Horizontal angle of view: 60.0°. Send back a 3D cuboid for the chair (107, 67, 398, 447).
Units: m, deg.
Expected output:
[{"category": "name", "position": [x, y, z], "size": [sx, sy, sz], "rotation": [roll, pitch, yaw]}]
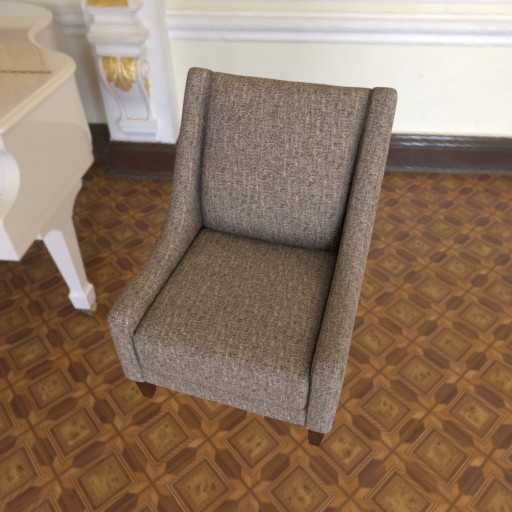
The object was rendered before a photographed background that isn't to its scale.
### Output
[{"category": "chair", "position": [0.000, 0.000, 1.603], "size": [0.774, 1.014, 0.870], "rotation": [11, 42, 13]}]
